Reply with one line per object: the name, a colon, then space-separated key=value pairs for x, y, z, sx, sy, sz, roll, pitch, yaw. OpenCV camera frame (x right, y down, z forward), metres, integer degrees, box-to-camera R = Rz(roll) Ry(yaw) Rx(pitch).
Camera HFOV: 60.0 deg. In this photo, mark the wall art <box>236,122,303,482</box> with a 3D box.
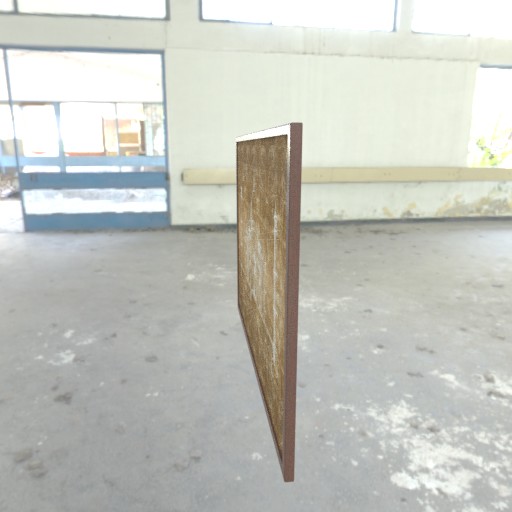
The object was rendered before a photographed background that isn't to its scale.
wall art: x=0.000 y=0.000 z=0.849 sx=0.014 sy=0.455 sz=0.660 roll=-2 pitch=14 yaw=-7
